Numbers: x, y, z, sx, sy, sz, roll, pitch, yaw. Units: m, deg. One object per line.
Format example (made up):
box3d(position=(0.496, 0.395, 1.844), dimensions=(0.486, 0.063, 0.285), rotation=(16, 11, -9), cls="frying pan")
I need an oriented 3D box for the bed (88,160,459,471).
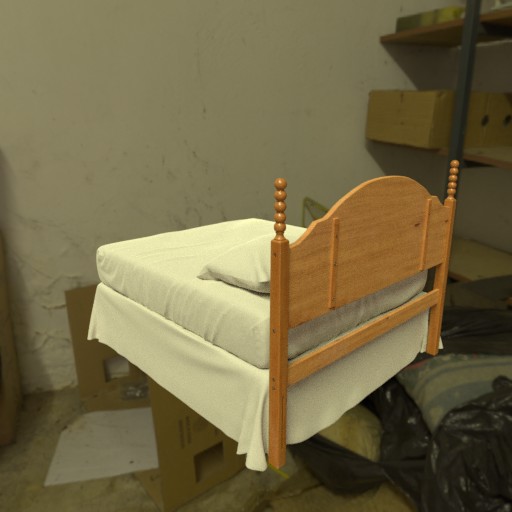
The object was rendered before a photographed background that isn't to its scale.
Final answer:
box3d(position=(0.000, 0.000, 3.149), dimensions=(1.873, 1.356, 2.040), rotation=(-14, 21, -41), cls="bed")
